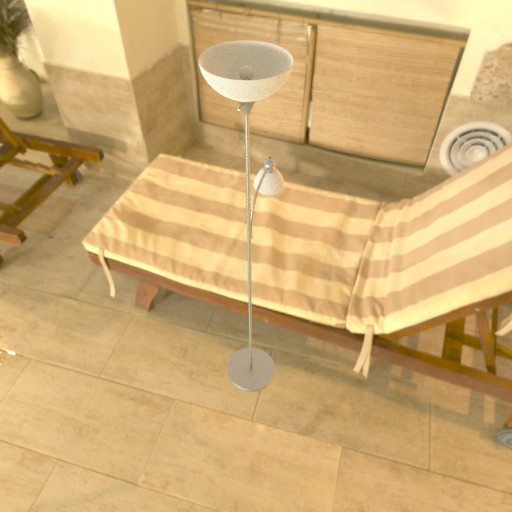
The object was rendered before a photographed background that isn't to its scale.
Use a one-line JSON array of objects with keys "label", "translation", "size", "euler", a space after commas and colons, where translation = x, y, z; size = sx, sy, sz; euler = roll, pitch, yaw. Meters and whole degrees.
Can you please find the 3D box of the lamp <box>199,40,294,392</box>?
[{"label": "lamp", "translation": [0.000, 0.000, 1.974], "size": [0.279, 1.804, 0.425], "euler": [16, 49, 15]}]
